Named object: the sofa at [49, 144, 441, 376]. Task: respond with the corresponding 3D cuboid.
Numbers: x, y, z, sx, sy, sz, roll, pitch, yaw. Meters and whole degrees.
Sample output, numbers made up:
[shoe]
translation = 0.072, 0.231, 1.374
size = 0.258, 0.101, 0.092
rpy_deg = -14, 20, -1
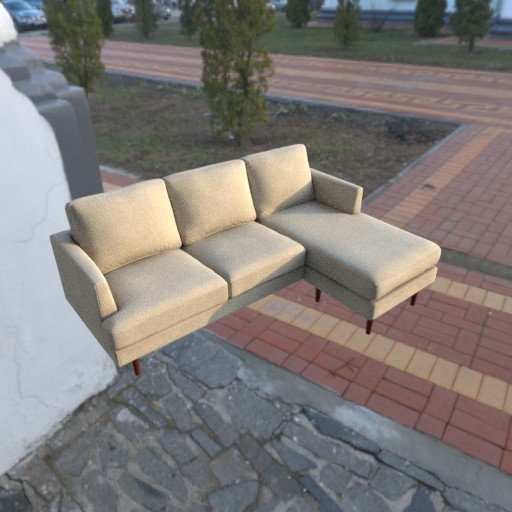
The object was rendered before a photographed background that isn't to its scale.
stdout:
[sofa]
translation = 0.000, 0.000, 3.043
size = 2.233, 0.956, 1.504
rpy_deg = -22, 37, -33
